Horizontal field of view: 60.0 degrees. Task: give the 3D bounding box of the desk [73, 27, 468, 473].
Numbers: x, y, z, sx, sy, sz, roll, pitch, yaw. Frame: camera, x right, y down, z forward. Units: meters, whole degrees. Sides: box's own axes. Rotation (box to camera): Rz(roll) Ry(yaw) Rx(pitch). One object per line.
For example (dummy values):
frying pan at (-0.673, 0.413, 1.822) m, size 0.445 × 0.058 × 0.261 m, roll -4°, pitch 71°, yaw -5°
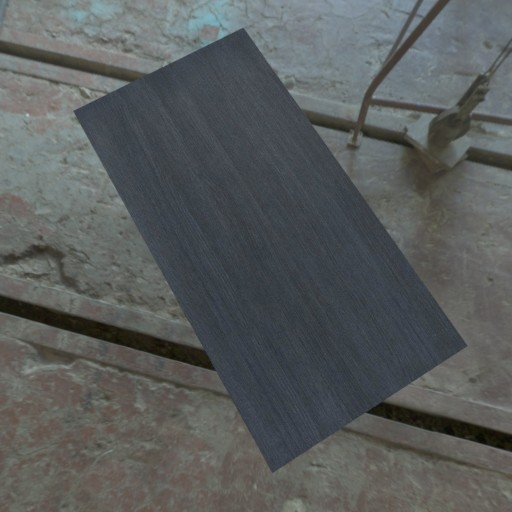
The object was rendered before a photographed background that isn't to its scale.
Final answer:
desk at (0.000, 0.000, 1.524) m, size 0.560 × 0.730 × 1.096 m, roll -30°, pitch 77°, yaw -8°
